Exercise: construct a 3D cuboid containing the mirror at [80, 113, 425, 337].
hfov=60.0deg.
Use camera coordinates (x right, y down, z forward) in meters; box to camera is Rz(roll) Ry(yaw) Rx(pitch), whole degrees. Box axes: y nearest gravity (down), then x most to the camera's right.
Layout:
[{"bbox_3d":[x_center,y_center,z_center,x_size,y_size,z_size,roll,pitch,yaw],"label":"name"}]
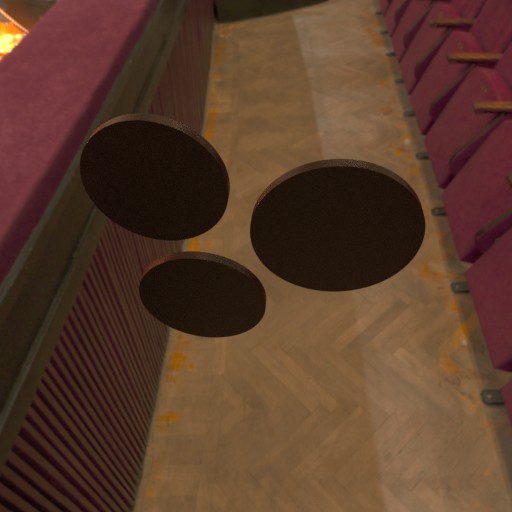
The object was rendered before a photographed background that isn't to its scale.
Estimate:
[{"bbox_3d":[0.000,0.000,3.146,2.160,2.096,0.076,4,47,4],"label":"mirror"}]
